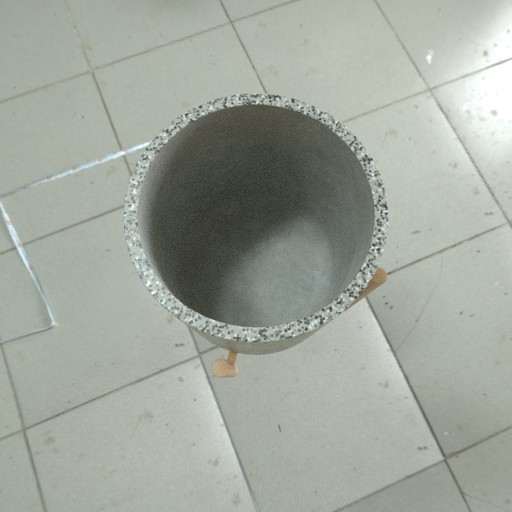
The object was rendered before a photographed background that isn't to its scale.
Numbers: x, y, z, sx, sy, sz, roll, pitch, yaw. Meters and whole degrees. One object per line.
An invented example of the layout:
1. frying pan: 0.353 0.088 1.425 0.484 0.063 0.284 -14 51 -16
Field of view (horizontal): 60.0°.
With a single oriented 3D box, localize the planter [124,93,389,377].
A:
1. planter: 0.000 0.000 0.710 0.360 0.419 0.360 37 78 9
